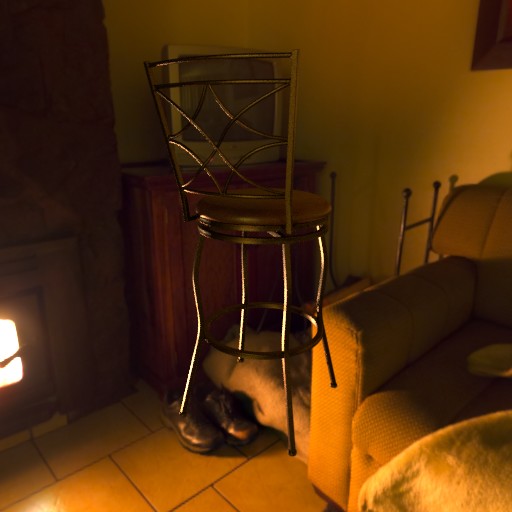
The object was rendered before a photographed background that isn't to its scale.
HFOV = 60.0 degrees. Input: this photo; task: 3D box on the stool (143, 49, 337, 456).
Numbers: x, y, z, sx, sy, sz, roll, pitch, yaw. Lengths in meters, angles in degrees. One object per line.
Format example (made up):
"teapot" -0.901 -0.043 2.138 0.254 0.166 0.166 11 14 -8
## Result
"stool" 0.000 0.000 1.405 0.434 1.117 0.534 8 19 26
